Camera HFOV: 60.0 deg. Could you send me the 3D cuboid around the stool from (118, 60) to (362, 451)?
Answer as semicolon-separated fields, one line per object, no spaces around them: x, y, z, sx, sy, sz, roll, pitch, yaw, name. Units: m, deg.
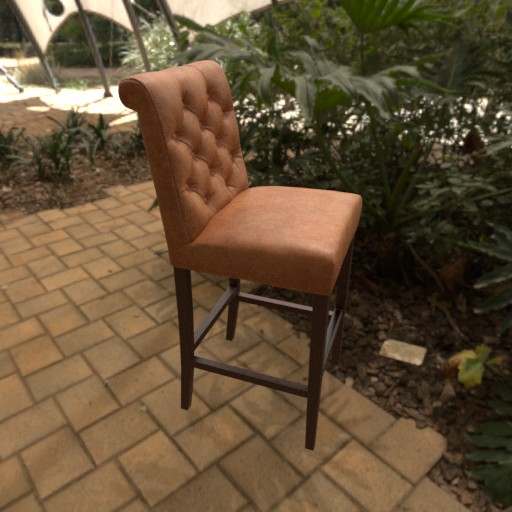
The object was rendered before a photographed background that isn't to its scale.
0.000;0.000;1.465;0.601;1.140;0.493;10;31;18;stool
